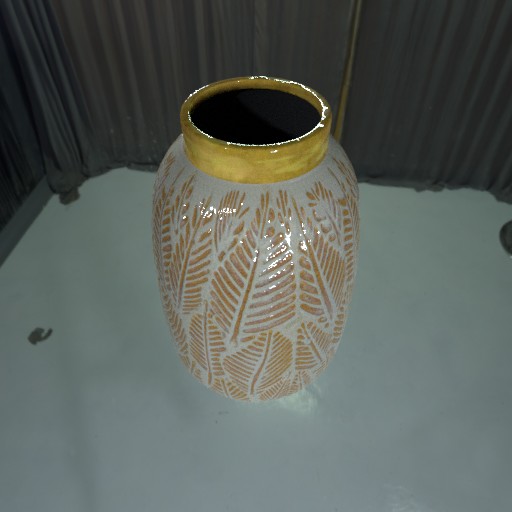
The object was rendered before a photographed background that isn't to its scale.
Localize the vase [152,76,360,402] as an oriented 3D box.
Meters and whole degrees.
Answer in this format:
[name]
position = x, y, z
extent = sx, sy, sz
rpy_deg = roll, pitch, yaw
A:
[vase]
position = 0.000, 0.000, 0.379
extent = 0.172, 0.270, 0.172
rpy_deg = 0, 46, 0
